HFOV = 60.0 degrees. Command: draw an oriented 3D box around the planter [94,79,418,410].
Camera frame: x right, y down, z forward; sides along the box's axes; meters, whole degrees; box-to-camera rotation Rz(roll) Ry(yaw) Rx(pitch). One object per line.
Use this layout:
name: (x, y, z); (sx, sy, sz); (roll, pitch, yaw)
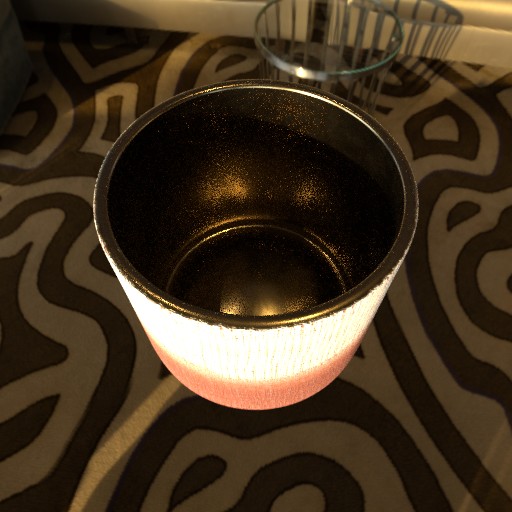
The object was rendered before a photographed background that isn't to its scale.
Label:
planter: (0.000, 0.000, 0.307); (0.178, 0.157, 0.178); (0, 58, 0)
